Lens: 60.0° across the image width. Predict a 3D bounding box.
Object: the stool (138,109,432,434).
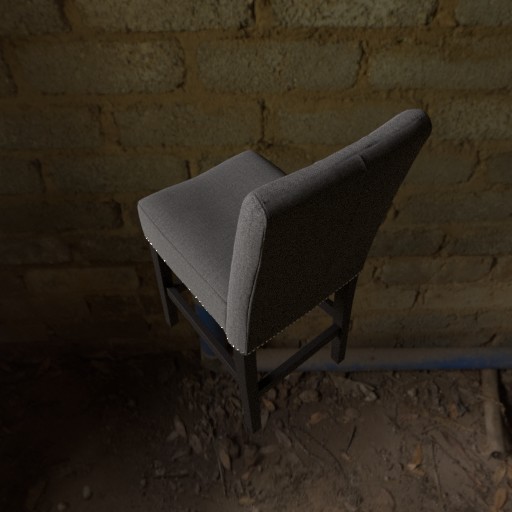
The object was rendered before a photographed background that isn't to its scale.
[{"bbox_3d":[0.000,0.000,1.170,0.427,0.885,0.571,-31,54,-27],"label":"stool"}]
